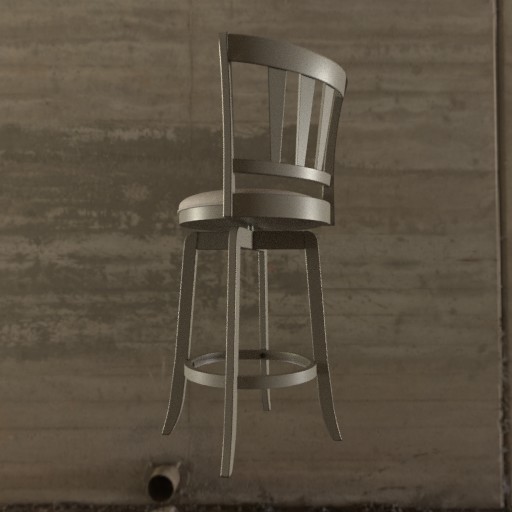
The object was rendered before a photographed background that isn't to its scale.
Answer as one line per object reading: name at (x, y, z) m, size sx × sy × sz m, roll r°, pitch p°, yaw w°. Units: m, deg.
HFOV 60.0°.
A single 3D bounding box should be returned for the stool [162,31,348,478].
stool at (0.000, 0.000, 1.272) m, size 0.436 × 1.042 × 0.475 m, roll 1°, pitch -2°, yaw -36°
